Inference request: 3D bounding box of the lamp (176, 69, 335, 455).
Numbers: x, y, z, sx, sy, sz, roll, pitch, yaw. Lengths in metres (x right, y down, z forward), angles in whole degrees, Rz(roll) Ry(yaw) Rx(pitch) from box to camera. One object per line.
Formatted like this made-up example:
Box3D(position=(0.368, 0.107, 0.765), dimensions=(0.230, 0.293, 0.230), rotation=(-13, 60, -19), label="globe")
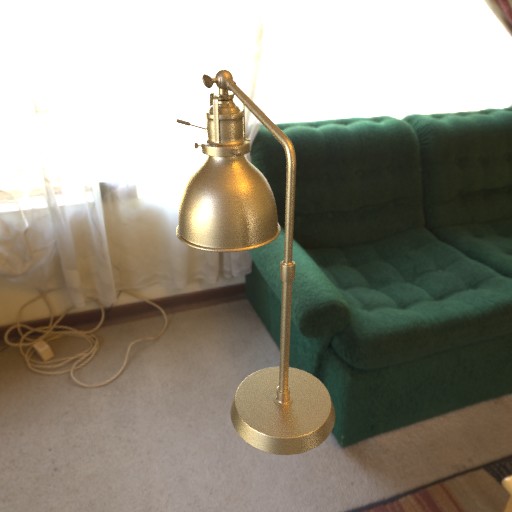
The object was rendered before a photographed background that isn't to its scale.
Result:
Box3D(position=(0.000, 0.000, 0.596), dimensions=(0.153, 0.456, 0.286), rotation=(-18, 32, -32), label="lamp")
